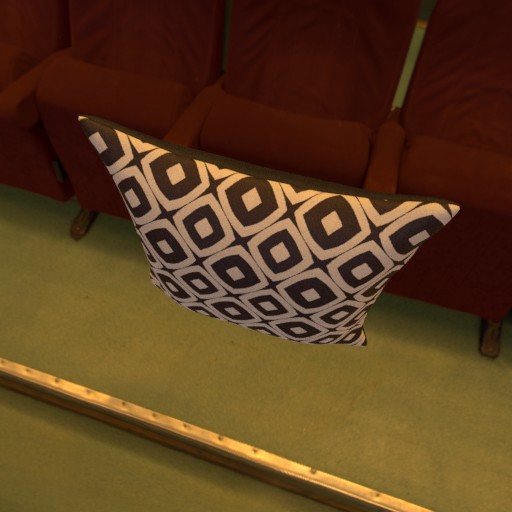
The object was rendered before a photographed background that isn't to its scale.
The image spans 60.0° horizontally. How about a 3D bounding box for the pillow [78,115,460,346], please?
[{"bbox_3d":[0.000,0.000,0.770,0.504,0.494,0.188,15,61,9],"label":"pillow"}]
